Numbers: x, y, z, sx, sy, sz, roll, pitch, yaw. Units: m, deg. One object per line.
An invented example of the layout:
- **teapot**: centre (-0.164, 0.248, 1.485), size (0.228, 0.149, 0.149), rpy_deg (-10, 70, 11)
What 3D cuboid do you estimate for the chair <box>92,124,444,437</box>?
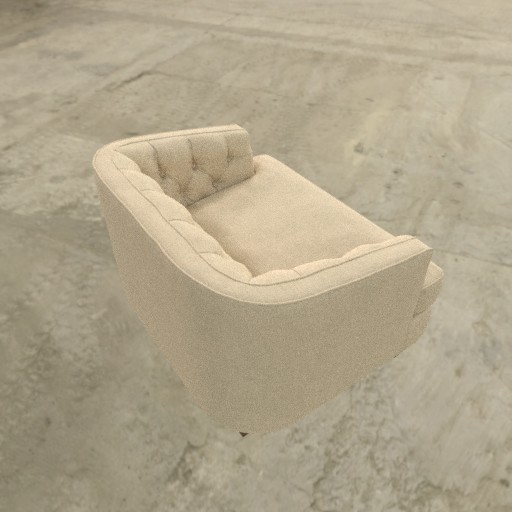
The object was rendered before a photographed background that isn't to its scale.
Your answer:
- **chair**: centre (0.000, 0.000, 1.741), size (0.914, 0.787, 1.118), rpy_deg (-25, 47, -26)
